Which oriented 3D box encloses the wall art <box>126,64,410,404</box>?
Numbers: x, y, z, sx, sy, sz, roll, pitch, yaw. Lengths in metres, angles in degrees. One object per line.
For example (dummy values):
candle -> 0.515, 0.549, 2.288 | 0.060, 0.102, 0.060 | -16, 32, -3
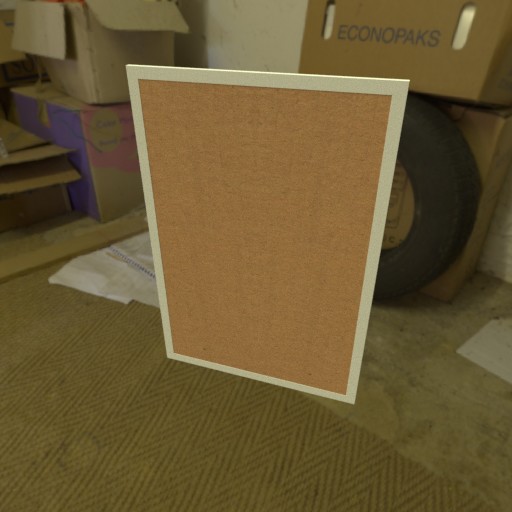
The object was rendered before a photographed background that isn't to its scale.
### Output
wall art -> 0.000, 0.000, 1.244 | 0.660, 0.965, 0.015 | 10, 33, 15
